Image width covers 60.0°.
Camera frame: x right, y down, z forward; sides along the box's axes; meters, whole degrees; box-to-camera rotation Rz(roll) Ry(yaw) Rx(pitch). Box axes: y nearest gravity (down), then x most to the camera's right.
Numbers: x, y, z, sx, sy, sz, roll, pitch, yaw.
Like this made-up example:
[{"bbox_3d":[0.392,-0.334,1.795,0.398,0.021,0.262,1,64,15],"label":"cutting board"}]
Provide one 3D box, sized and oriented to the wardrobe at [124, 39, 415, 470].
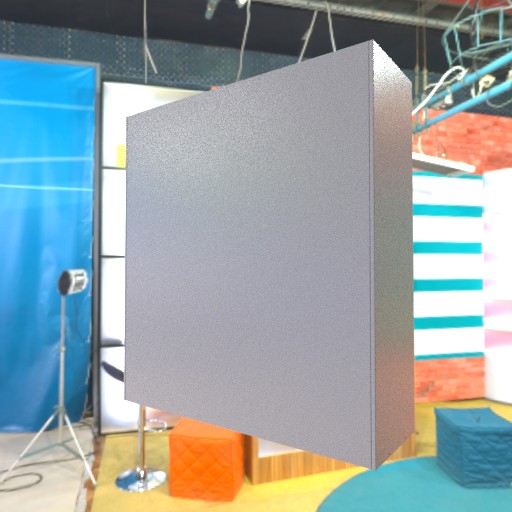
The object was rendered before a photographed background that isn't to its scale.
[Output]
[{"bbox_3d":[0.000,0.000,2.782,1.780,1.960,0.629,-1,-2,36],"label":"wardrobe"}]
